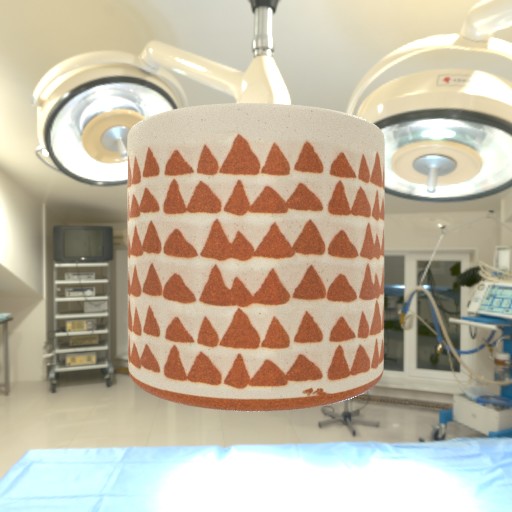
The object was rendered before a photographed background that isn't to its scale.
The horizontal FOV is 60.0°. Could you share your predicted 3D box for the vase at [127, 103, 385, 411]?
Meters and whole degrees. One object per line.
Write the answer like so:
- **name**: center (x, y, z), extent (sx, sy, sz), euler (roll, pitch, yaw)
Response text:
- **vase**: center (0.000, 0.000, 0.246), extent (0.137, 0.127, 0.137), euler (0, 1, 0)
